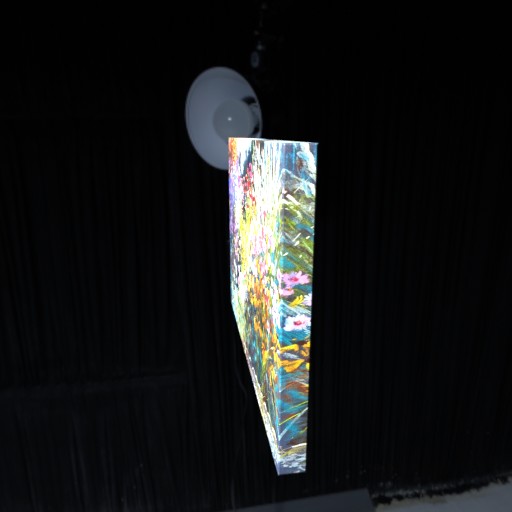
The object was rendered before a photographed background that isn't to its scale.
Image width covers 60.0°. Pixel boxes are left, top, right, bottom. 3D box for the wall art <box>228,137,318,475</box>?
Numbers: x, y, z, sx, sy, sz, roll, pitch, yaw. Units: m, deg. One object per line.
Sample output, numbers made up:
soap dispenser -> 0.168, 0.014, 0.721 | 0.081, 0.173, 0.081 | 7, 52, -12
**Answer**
wall art -> 0.000, 0.000, 0.798 | 0.037, 0.406, 0.610 | -2, 16, -8
